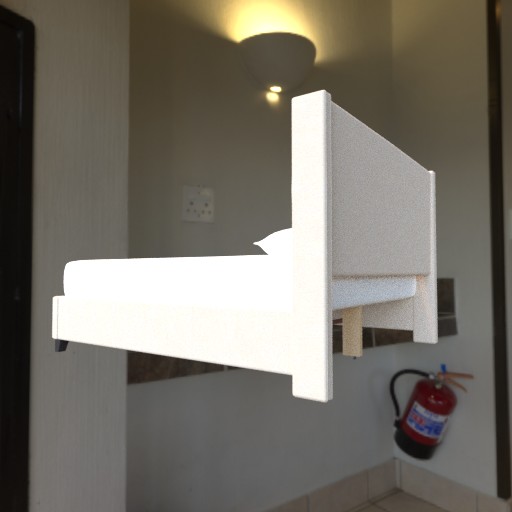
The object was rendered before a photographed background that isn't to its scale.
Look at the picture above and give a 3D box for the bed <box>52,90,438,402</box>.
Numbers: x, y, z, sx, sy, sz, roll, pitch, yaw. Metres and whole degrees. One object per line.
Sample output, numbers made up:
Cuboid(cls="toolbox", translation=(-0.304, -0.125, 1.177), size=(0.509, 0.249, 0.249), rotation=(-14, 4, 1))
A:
Cuboid(cls="bed", translation=(0.000, 0.000, 3.594), size=(2.293, 1.471, 2.145), rotation=(-1, -3, 35))
